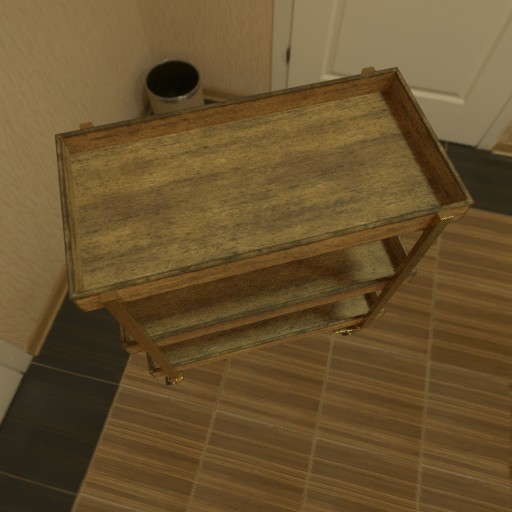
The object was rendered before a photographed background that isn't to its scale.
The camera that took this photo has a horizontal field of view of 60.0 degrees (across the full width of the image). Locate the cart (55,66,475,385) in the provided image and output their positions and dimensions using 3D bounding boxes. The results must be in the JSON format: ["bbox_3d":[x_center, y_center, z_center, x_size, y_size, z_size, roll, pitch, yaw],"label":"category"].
[{"bbox_3d":[0.000,0.000,1.225,0.750,0.799,0.416,-14,65,-6],"label":"cart"}]
